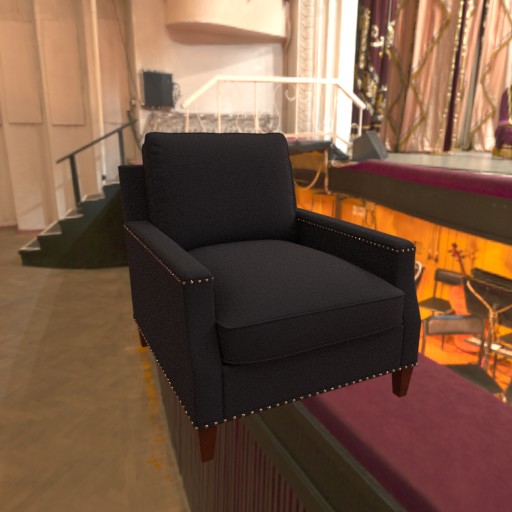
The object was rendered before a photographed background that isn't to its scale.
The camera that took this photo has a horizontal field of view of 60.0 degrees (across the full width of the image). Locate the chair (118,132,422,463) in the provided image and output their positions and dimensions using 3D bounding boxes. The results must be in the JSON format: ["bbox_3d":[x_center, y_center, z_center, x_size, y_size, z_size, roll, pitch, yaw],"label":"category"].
[{"bbox_3d":[0.000,0.000,1.747,0.853,0.943,1.014,-7,17,-25],"label":"chair"}]
